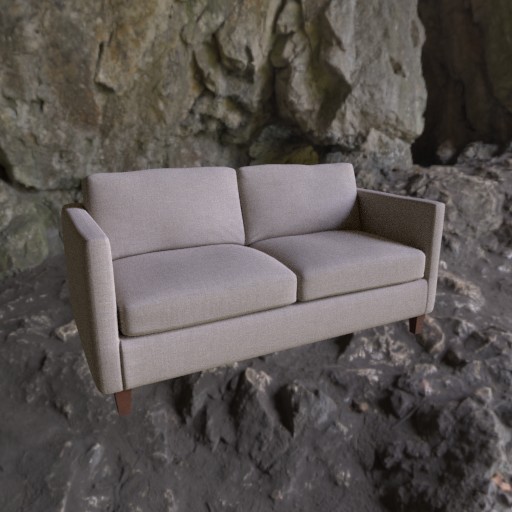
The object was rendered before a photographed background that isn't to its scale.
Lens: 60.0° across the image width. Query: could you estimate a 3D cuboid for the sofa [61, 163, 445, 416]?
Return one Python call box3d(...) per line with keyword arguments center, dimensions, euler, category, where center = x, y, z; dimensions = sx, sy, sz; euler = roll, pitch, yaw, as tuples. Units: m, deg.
box3d(center=(0.000, 0.000, 2.445), dimensions=(1.884, 0.947, 0.951), euler=(-8, 18, -26), category="sofa")
